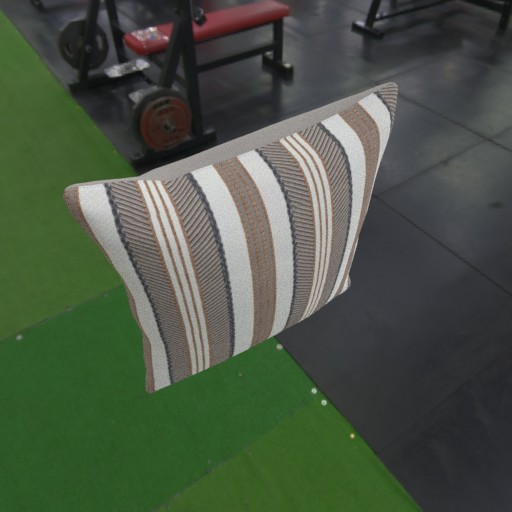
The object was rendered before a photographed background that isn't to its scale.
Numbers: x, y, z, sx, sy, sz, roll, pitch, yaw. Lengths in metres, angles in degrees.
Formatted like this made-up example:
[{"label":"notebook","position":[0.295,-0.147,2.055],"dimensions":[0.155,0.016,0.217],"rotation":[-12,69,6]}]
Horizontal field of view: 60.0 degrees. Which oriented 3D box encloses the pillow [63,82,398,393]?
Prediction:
[{"label":"pillow","position":[0.000,0.000,0.622],"dimensions":[0.416,0.401,0.173],"rotation":[-24,51,-21]}]
